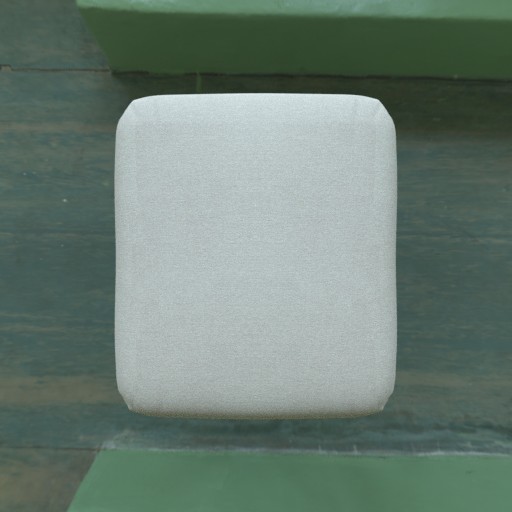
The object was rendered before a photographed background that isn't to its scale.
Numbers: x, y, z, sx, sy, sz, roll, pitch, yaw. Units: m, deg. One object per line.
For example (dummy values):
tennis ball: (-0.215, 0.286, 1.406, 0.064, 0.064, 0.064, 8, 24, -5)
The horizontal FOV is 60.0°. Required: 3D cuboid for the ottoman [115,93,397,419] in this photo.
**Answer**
ottoman: (0.000, 0.000, 1.144, 0.639, 0.450, 0.746, 0, 91, 0)
